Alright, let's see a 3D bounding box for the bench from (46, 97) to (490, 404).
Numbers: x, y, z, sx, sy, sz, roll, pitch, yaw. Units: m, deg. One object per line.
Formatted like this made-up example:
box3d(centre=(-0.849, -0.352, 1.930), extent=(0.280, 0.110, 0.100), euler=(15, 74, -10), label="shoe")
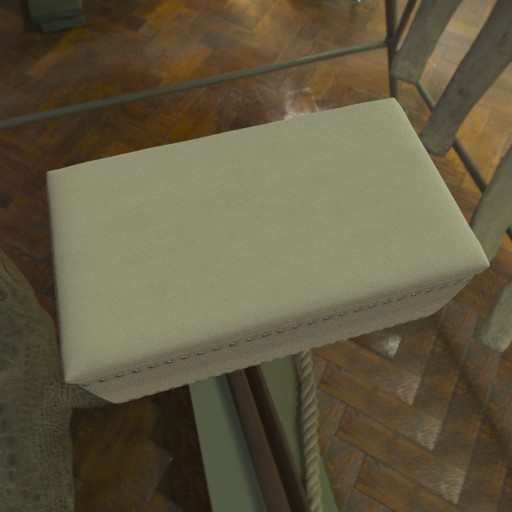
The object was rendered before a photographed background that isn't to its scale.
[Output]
box3d(centre=(0.000, 0.000, 1.153), extent=(0.887, 0.449, 0.500), euler=(-14, 64, -7), label="bench")
